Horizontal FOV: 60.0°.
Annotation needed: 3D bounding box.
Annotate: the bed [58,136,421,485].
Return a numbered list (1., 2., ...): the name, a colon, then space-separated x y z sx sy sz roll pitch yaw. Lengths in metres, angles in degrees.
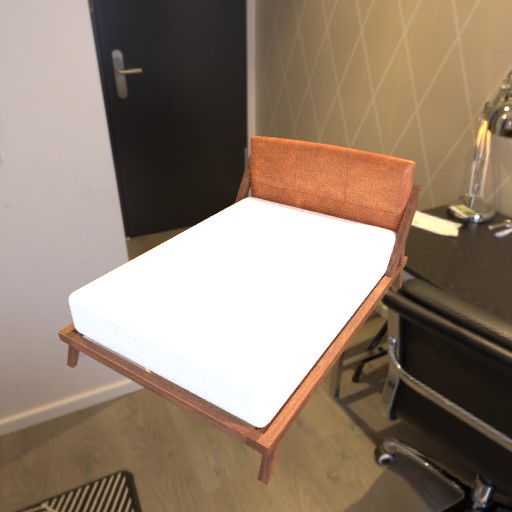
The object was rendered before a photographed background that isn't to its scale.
1. bed: 0.000 0.000 3.270 1.651 1.168 2.311 17 33 29
